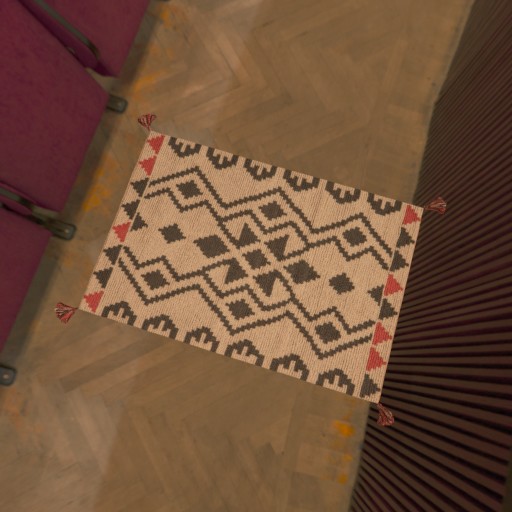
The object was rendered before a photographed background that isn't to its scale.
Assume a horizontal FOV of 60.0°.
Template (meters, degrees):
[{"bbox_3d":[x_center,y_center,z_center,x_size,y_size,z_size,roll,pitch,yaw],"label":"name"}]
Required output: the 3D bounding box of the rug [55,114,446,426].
[{"bbox_3d":[0.000,0.000,2.682,2.069,0.067,1.444,17,77,4],"label":"rug"}]
